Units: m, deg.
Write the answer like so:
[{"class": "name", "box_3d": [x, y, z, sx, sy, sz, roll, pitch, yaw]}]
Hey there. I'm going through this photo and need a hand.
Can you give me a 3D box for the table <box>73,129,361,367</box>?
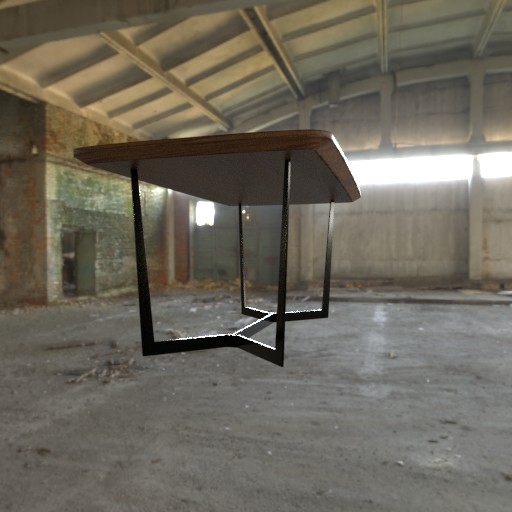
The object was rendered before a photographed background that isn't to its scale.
[{"class": "table", "box_3d": [0.000, 0.000, 2.197, 0.949, 0.765, 1.643, 0, 1, 17]}]
